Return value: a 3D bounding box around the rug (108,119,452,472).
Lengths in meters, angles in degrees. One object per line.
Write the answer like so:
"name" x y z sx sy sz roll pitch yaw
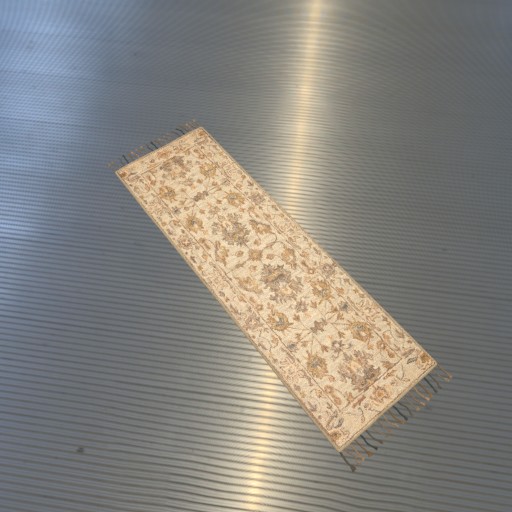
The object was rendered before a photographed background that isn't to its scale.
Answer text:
"rug" 0.000 0.000 2.688 0.729 0.021 2.438 -34 65 -18
